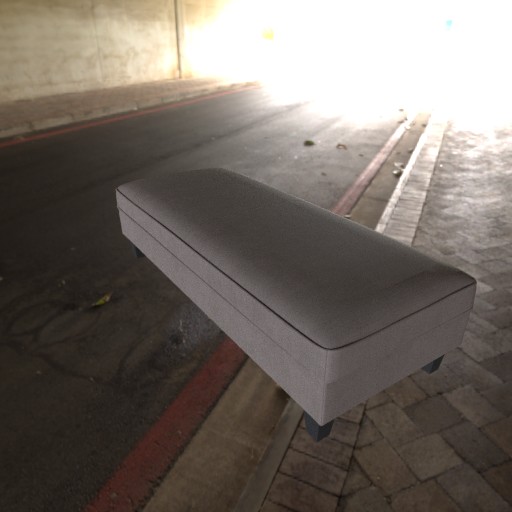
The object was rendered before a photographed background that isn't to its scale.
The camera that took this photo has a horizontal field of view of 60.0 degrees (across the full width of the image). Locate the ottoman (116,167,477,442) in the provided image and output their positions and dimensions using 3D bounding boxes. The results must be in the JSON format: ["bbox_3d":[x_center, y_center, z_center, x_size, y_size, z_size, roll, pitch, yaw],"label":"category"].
[{"bbox_3d":[0.000,0.000,2.063,0.751,0.470,1.764,-17,31,-30],"label":"ottoman"}]
